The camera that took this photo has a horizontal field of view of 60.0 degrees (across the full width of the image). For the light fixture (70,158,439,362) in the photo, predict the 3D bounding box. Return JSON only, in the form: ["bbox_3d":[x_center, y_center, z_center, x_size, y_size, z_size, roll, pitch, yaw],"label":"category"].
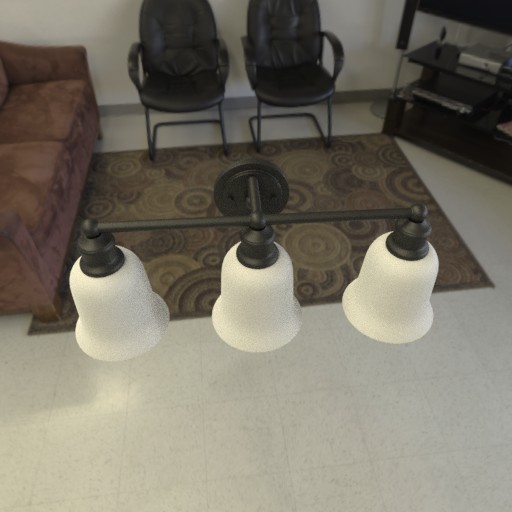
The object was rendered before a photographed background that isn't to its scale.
[{"bbox_3d":[0.000,0.000,0.658,0.570,0.211,0.198,-3,45,-3],"label":"light fixture"}]
